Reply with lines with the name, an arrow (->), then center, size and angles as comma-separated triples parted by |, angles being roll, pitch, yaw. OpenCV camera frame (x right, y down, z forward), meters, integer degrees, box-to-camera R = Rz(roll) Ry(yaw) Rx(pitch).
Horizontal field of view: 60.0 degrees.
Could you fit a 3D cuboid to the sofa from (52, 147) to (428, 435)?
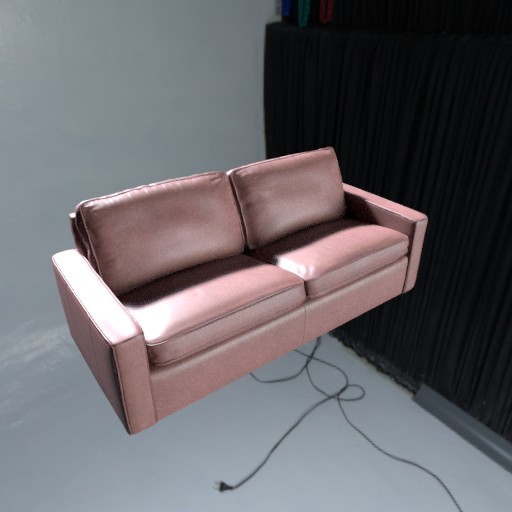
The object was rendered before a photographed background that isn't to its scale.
sofa -> 0.000, 0.000, 2.623 | 2.080, 0.919, 0.940 | -20, 35, -31
